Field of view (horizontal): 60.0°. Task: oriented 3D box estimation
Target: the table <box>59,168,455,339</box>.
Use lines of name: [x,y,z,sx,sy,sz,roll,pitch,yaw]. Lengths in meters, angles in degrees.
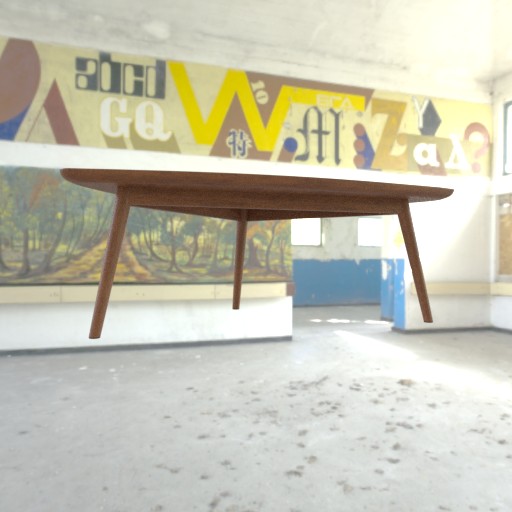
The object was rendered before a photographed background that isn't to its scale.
table: [0.000,0.000,1.301,1.008,0.365,0.601,0,0,-16]
